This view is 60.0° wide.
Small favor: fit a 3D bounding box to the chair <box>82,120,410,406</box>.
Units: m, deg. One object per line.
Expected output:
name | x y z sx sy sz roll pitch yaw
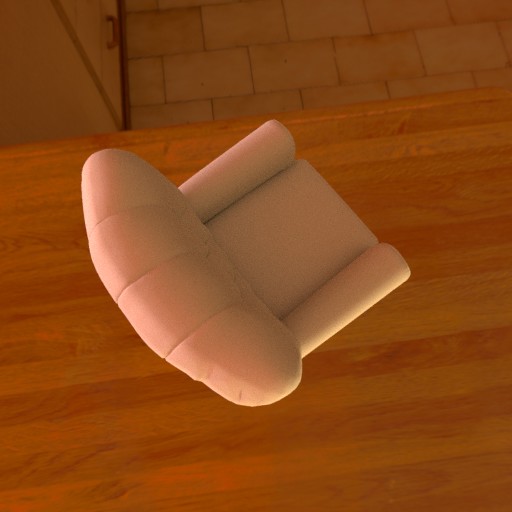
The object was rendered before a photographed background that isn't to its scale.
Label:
chair | 0.000 0.000 2.055 1.128 1.217 1.090 -36 76 -10
